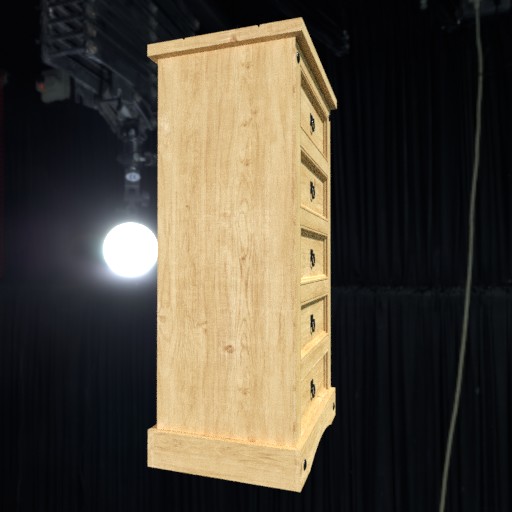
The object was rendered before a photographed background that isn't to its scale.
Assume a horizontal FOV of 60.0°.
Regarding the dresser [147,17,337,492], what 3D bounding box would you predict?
[{"bbox_3d":[0.000,0.000,1.281,0.390,1.041,0.531,0,-1,18],"label":"dresser"}]
